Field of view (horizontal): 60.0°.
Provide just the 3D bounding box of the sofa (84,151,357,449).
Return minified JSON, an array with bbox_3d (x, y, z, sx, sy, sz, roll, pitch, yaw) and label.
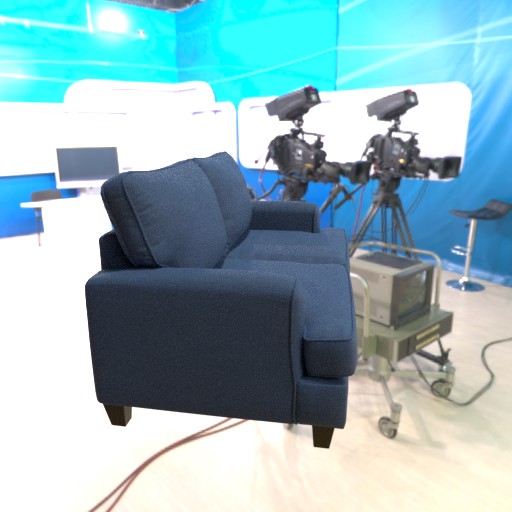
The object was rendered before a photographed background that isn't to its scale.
[{"bbox_3d":[0.000,0.000,2.237,0.965,0.965,1.651,3,17,9],"label":"sofa"}]
